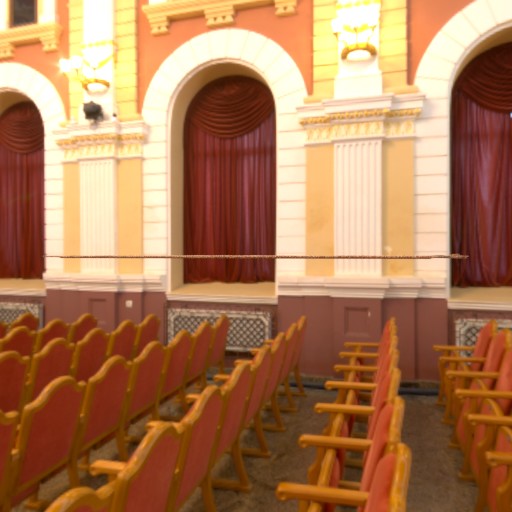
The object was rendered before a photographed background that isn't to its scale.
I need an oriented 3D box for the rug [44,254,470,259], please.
[{"bbox_3d":[0.000,0.000,2.094,1.718,0.017,0.905,0,0,17],"label":"rug"}]
